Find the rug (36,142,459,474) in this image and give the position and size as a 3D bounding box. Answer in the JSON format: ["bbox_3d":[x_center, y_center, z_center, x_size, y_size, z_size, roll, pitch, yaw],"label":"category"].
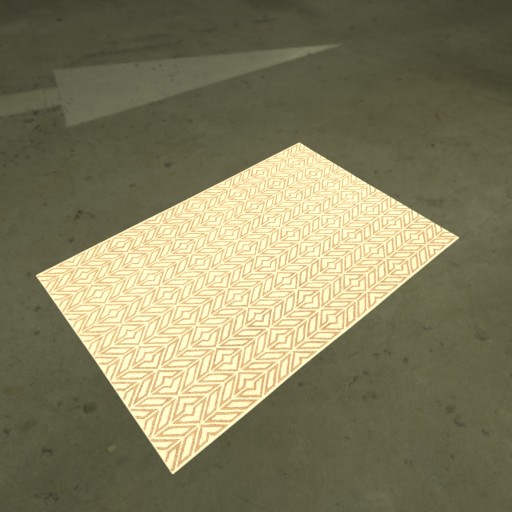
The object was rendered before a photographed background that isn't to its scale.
[{"bbox_3d":[0.000,0.000,2.286,1.828,0.007,1.220,-32,54,-27],"label":"rug"}]
